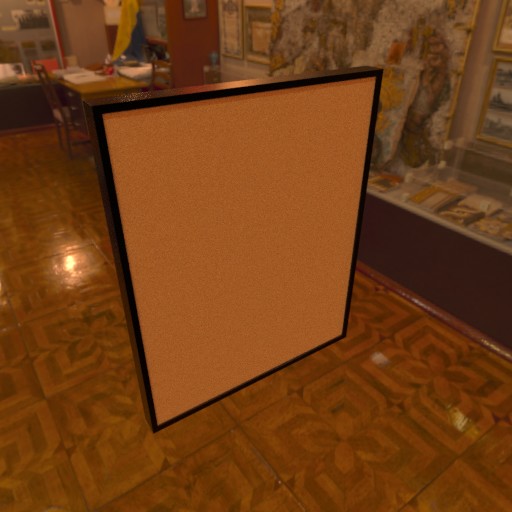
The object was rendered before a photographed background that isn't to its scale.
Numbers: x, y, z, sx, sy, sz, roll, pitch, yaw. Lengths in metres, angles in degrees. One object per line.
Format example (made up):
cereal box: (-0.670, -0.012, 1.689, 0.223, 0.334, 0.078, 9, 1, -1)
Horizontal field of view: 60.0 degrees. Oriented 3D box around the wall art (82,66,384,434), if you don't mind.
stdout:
wall art: (0.000, 0.000, 0.744, 0.451, 0.553, 0.039, -19, 36, -28)
